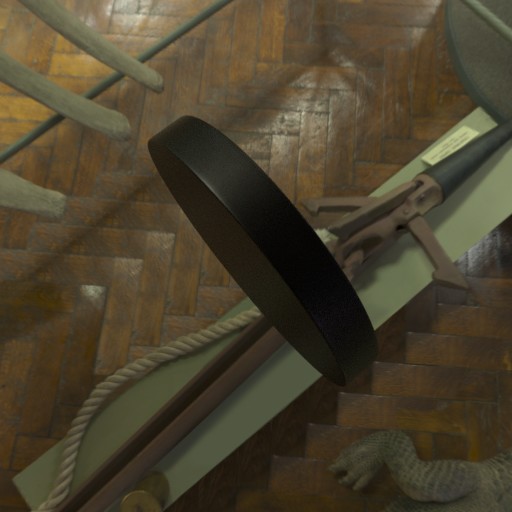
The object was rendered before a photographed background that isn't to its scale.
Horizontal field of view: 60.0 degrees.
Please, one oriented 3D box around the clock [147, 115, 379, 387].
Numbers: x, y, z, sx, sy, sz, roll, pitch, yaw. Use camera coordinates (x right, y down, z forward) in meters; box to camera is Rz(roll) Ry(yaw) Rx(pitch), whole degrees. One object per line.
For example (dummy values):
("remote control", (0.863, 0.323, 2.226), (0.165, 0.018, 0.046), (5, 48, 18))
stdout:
("clock", (0.000, 0.000, 0.470), (0.040, 0.314, 0.314), (-39, 79, -9))
